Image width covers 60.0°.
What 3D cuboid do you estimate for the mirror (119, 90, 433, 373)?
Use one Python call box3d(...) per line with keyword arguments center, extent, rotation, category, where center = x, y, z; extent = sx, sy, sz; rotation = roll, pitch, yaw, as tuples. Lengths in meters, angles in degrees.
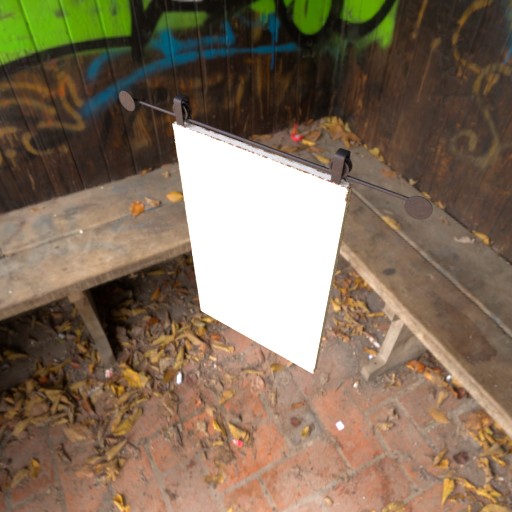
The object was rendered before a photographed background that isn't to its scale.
box3d(center=(0.000, 0.000, 1.257), extent=(0.808, 0.844, 0.037), rotation=(25, 52, 22), category="mirror")
